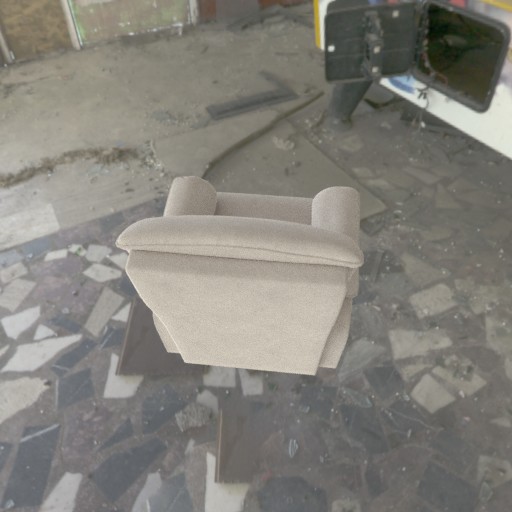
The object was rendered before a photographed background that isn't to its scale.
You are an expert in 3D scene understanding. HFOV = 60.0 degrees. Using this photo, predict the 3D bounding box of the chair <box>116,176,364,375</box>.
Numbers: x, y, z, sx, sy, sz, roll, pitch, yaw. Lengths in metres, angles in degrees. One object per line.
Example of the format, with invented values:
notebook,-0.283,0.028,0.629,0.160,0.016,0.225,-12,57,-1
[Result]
chair,0.000,0.000,1.751,0.820,1.039,1.001,4,46,4
